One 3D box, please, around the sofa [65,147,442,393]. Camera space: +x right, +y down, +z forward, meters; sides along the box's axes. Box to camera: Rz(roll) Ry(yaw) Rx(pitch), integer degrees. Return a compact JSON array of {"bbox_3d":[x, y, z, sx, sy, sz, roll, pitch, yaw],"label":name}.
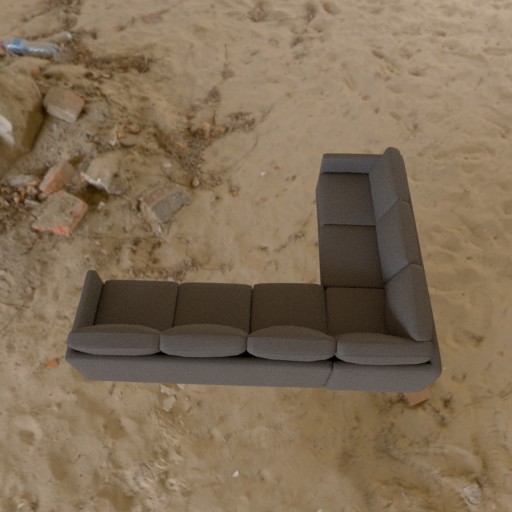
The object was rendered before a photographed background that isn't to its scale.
[{"bbox_3d":[0.000,0.000,4.660,3.302,0.947,2.593,2,59,1],"label":"sofa"}]
